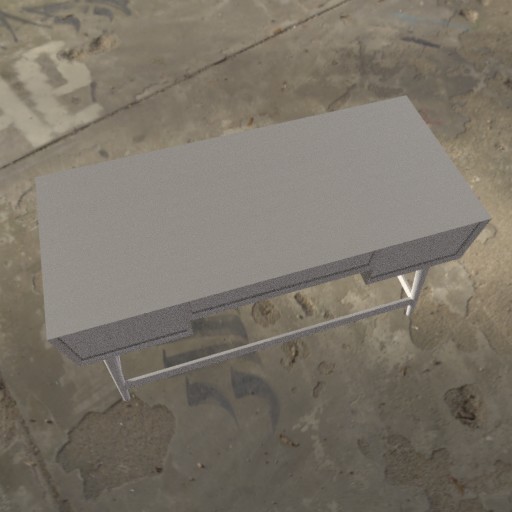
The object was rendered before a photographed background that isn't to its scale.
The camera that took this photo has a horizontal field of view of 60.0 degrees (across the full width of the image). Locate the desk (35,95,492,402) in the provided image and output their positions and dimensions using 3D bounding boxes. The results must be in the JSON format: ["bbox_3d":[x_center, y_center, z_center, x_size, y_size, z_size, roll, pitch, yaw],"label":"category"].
[{"bbox_3d":[0.000,0.000,1.715,1.313,0.762,0.589,-15,61,-8],"label":"desk"}]
